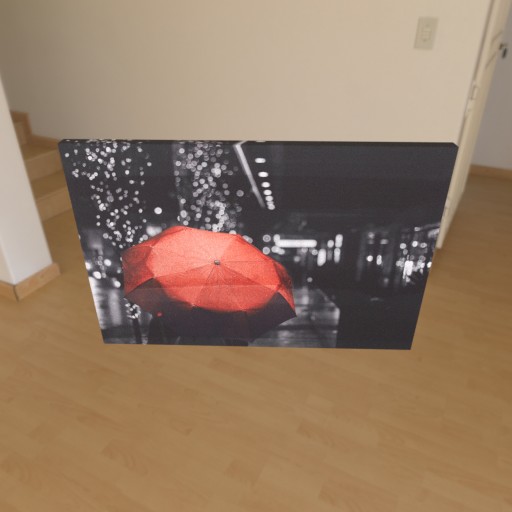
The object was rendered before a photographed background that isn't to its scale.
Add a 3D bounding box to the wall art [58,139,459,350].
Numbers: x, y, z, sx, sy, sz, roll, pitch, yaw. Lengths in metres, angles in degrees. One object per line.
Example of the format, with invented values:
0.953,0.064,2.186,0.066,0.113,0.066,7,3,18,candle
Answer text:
0.000,0.000,1.178,0.914,0.609,0.038,1,31,2,wall art
